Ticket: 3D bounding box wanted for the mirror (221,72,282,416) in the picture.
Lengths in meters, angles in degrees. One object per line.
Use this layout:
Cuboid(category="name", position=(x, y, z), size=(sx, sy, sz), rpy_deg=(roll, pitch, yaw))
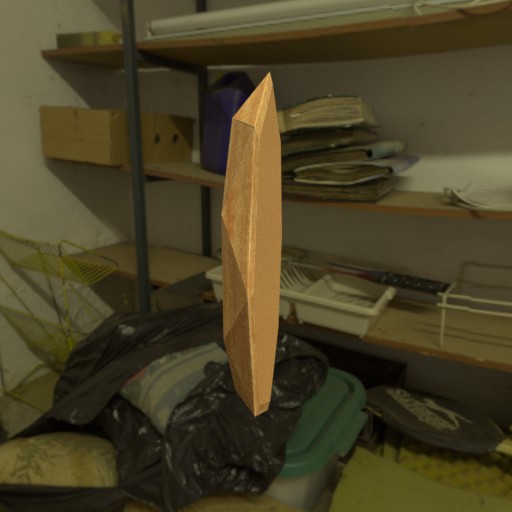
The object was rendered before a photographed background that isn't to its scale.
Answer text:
Cuboid(category="mirror", position=(0.000, 0.000, 0.998), size=(0.070, 0.774, 0.577), rpy_deg=(2, 14, 8))
